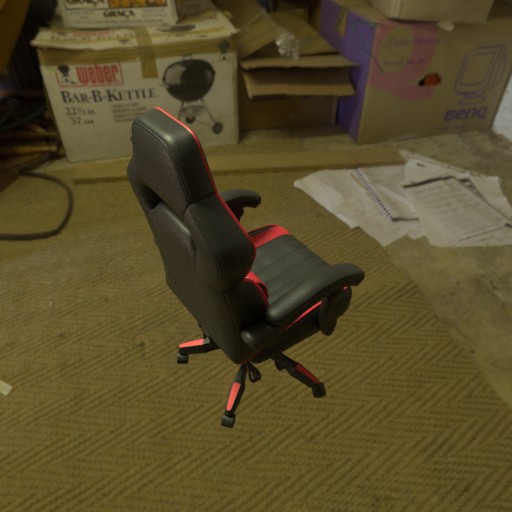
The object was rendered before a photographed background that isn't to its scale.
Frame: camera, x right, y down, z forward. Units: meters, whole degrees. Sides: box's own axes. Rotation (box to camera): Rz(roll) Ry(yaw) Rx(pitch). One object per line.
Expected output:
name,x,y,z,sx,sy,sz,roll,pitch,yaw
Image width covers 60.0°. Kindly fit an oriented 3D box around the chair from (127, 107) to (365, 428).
chair,0.000,0.000,1.661,0.700,1.220,0.700,-26,47,-27
